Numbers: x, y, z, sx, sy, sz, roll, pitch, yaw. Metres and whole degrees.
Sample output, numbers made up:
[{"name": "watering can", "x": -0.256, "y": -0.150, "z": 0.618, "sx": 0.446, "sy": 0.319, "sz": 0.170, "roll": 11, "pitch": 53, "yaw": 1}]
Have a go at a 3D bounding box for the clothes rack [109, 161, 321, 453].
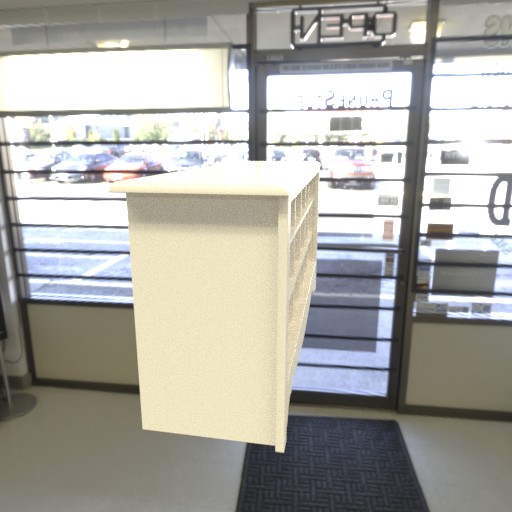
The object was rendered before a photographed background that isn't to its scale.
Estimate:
[{"name": "clothes rack", "x": 0.000, "y": 0.000, "z": 1.361, "sx": 0.324, "sy": 0.531, "sz": 1.120, "roll": 3, "pitch": 14, "yaw": 10}]
